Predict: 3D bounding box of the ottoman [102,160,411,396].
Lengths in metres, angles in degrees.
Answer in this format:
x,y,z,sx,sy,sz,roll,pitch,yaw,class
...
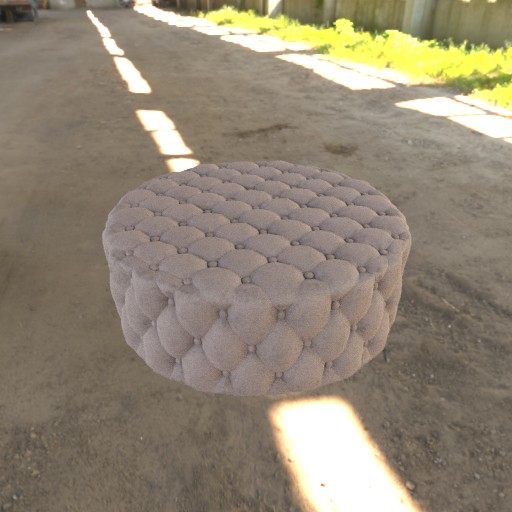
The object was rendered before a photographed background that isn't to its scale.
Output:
x,y,z,sx,sy,sz,roll,pitch,yaw,class
0.000,0.000,1.551,0.998,0.399,0.998,0,32,0,ottoman
